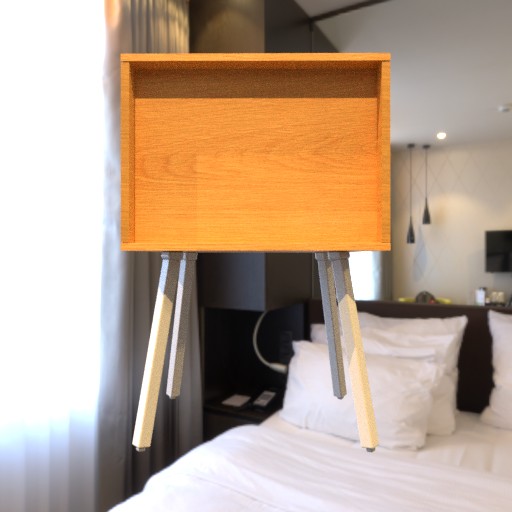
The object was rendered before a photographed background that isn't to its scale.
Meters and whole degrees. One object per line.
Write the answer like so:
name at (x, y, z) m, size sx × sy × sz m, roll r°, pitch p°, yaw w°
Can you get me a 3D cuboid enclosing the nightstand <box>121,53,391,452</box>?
nightstand at (0.000, 0.000, 0.815) m, size 0.400 × 0.601 × 0.316 m, roll 0°, pitch 0°, yaw 0°
